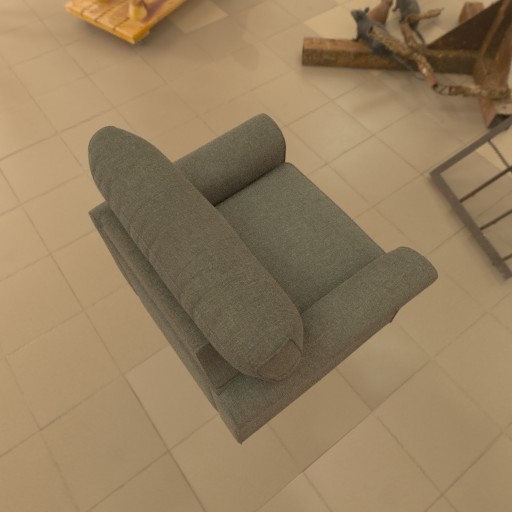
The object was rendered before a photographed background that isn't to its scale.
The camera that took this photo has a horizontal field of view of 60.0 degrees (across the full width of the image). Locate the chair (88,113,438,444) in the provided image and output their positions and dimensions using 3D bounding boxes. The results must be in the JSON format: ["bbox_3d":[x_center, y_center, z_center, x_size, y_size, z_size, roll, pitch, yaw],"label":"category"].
[{"bbox_3d":[0.000,0.000,1.595,0.816,0.890,0.941,-33,65,-18],"label":"chair"}]
